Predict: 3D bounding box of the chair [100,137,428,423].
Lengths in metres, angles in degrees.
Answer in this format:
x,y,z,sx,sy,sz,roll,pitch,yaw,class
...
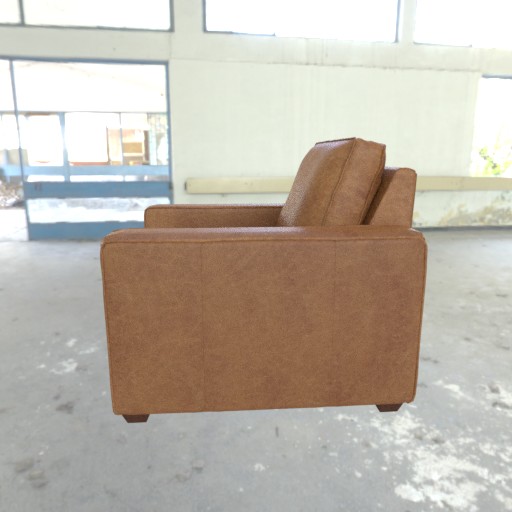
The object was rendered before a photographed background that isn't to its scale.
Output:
x,y,z,sx,sy,sz,roll,pitch,yaw,class
0.000,0.000,1.770,1.027,0.901,0.987,-2,13,-7,chair
